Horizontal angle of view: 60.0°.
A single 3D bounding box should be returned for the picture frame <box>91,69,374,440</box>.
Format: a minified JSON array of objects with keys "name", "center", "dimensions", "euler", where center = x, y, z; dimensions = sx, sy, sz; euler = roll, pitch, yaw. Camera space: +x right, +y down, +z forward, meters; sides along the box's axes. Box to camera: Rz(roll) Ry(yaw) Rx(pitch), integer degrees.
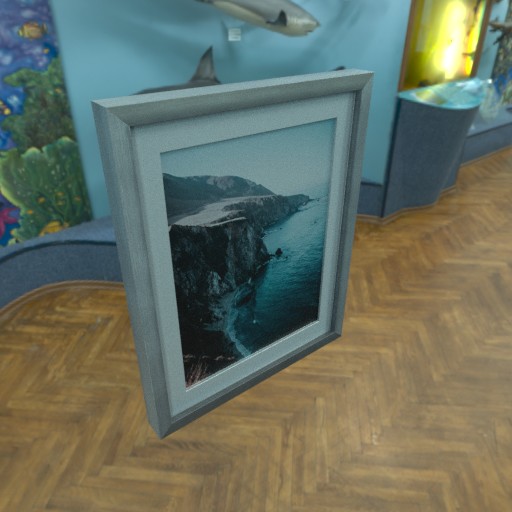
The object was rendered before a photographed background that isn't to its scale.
[{"name":"picture frame","center":[0.000,0.000,0.757],"dimensions":[0.449,0.555,0.046],"euler":[-21,36,-32]}]
